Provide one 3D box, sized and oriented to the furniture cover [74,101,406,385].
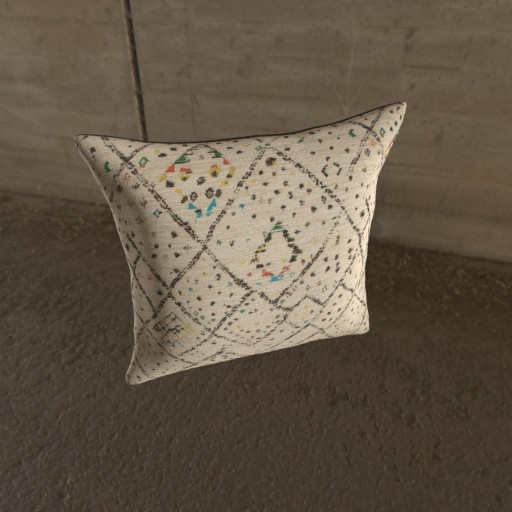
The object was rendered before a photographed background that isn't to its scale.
[{"bbox_3d":[0.000,0.000,0.794,0.525,0.498,0.180,-10,34,-15],"label":"furniture cover"}]
